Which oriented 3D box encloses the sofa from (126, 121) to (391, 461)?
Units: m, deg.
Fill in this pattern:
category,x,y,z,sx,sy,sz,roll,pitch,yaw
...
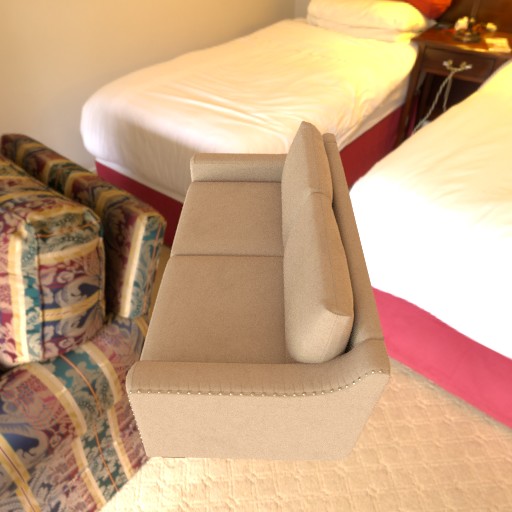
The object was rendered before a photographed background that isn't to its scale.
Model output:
category,x,y,z,sx,sy,sz,roll,pitch,yaw
sofa,0.000,0.000,2.523,1.030,0.901,1.967,1,40,1
